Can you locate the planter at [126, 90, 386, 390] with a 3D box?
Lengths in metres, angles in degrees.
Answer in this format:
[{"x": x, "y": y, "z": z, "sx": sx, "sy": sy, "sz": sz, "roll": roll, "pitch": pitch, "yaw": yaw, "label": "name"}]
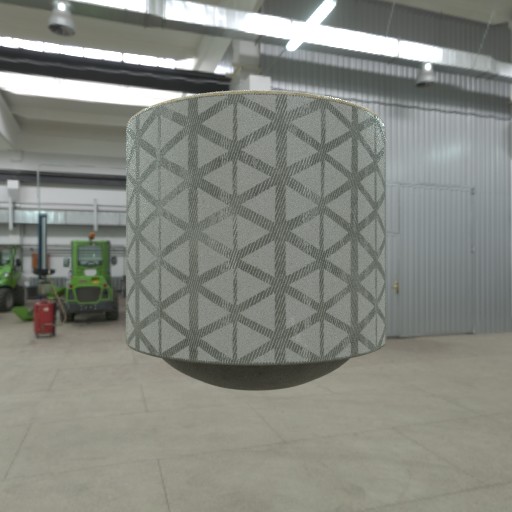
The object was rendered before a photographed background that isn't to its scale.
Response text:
[{"x": 0.000, "y": 0.000, "z": 0.444, "sx": 0.250, "sy": 0.239, "sz": 0.250, "roll": 0, "pitch": 0, "yaw": 0, "label": "planter"}]
